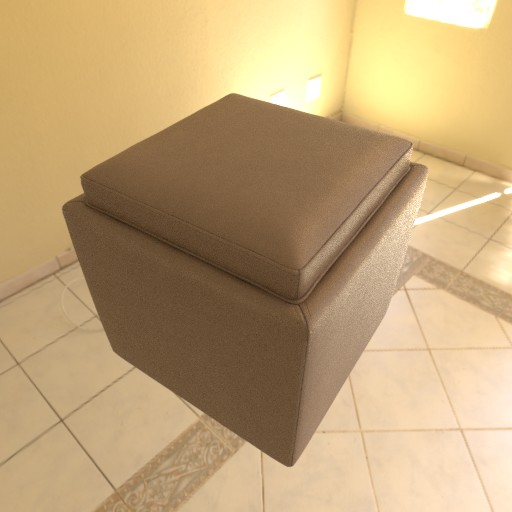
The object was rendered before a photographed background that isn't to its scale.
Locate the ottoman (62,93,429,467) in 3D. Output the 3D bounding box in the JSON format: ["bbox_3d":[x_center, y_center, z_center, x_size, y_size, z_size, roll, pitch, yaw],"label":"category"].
[{"bbox_3d":[0.000,0.000,0.826,0.450,0.460,0.451,24,47,25],"label":"ottoman"}]
